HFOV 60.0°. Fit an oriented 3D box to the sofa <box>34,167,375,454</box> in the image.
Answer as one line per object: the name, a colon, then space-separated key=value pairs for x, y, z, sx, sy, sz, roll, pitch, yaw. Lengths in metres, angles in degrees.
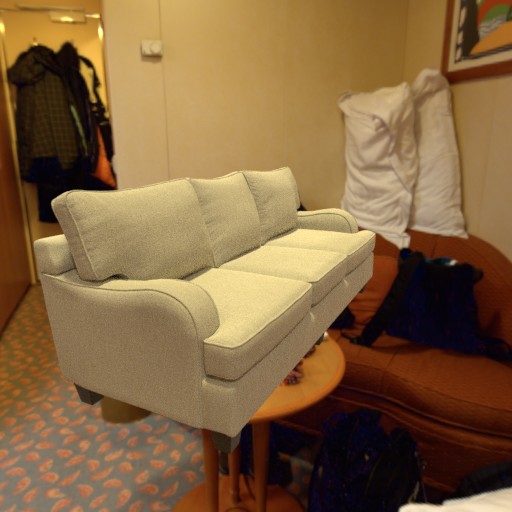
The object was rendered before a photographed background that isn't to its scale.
sofa: x=0.000 y=0.000 z=2.742 sx=1.016 sy=0.991 sz=2.323 roll=7 pitch=16 yaw=26
